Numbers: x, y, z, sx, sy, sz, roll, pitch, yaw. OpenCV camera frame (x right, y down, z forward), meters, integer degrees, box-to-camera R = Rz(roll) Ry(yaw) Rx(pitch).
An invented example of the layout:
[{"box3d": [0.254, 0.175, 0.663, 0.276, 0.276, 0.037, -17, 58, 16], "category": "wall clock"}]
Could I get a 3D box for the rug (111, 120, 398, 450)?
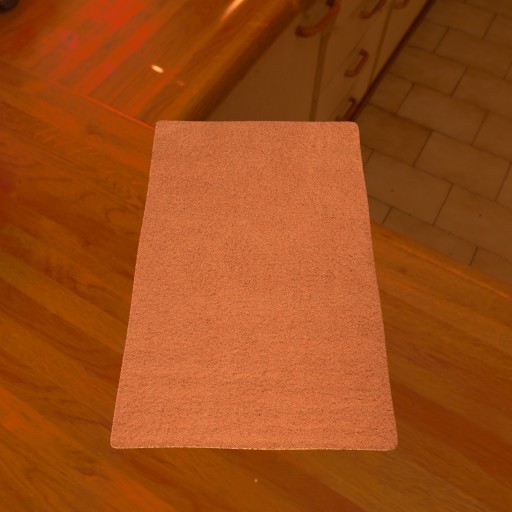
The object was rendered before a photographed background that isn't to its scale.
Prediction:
[{"box3d": [0.000, 0.000, 3.370, 1.801, 0.024, 2.700, 0, 63, 0], "category": "rug"}]
